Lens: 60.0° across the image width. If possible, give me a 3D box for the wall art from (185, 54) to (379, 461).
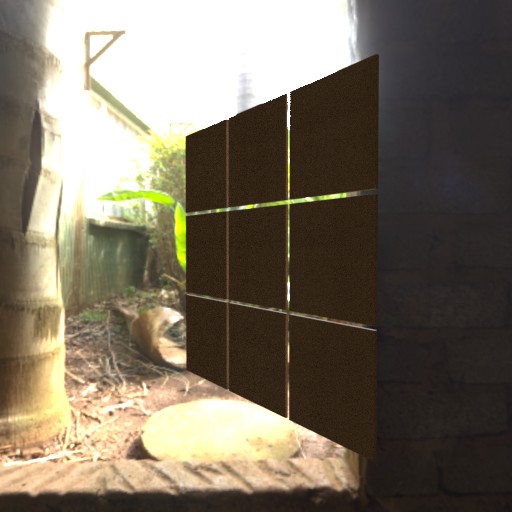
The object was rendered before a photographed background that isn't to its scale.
[{"bbox_3d":[0.000,0.000,1.818,0.013,1.218,1.219,-1,2,-36],"label":"wall art"}]
